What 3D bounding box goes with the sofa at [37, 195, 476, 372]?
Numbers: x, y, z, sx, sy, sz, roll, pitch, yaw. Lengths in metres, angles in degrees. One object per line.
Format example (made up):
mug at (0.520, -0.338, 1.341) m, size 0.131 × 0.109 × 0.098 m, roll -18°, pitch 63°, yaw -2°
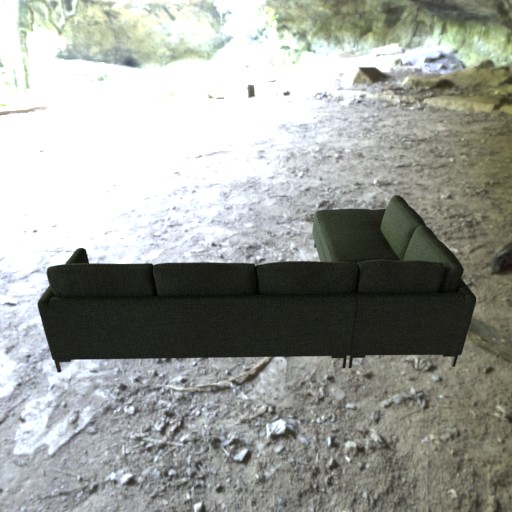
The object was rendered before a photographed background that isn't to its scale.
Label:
sofa at (0.000, 0.000, 3.866) m, size 2.949 × 0.815 × 2.007 m, roll -1°, pitch 28°, yaw -1°
